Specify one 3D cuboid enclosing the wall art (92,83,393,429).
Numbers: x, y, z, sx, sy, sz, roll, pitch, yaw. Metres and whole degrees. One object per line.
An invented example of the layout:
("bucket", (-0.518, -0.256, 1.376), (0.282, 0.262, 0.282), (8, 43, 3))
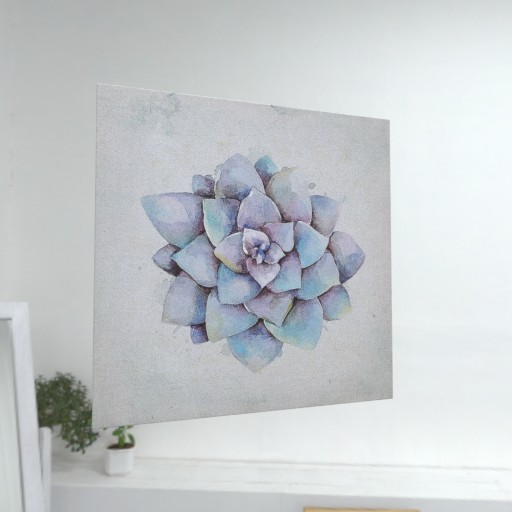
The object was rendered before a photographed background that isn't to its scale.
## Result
("wall art", (0.000, 0.000, 0.894), (0.612, 0.612, 0.040), (1, -2, -18))
